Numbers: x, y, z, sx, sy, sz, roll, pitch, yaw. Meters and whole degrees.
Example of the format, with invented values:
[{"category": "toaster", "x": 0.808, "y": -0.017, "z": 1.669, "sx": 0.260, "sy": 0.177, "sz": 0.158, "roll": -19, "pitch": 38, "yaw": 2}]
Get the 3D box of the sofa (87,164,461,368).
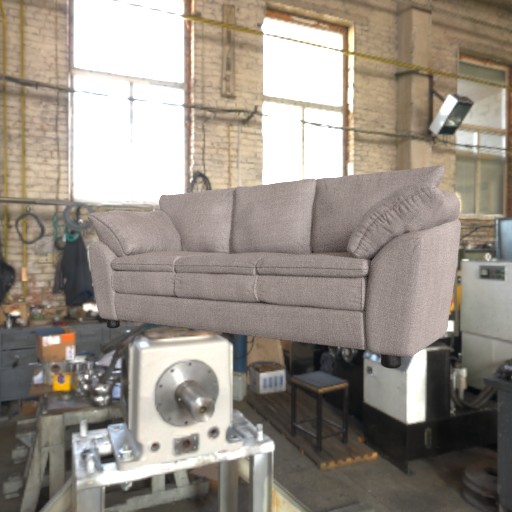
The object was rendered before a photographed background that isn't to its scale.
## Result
[{"category": "sofa", "x": 0.000, "y": 0.000, "z": 2.790, "sx": 2.334, "sy": 0.996, "sz": 0.878, "roll": 0, "pitch": 0, "yaw": 34}]
